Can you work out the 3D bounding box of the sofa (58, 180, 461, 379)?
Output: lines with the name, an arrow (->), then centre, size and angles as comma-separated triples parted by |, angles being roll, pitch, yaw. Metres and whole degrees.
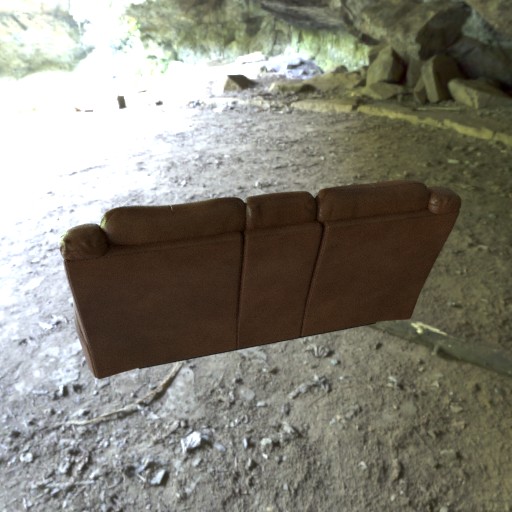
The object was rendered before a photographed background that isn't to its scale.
sofa -> 0.000, 0.000, 2.620 | 2.058, 1.043, 0.991 | -8, 28, -15
